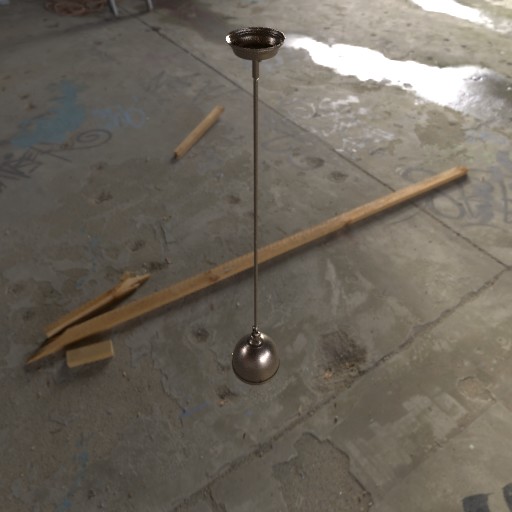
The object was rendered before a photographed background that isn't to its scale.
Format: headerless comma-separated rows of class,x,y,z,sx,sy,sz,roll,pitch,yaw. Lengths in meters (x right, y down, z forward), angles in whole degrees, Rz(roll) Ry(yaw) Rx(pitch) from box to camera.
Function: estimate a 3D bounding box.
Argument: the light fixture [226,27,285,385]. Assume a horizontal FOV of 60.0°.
light fixture,0.000,0.000,1.457,0.211,1.367,0.217,-11,47,-10
